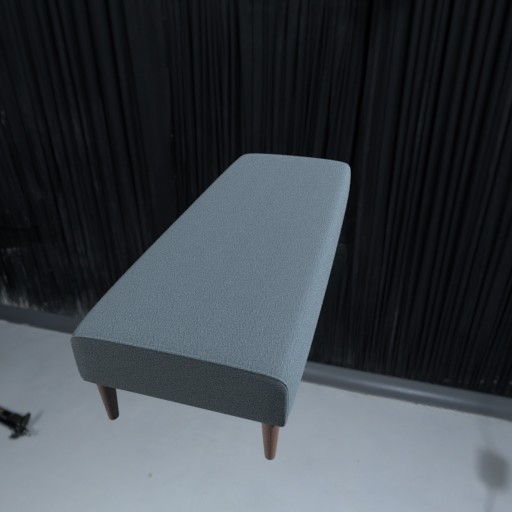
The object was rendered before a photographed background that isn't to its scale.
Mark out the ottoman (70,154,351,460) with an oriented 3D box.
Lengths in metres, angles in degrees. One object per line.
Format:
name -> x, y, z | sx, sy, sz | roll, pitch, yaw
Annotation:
ottoman -> 0.000, 0.000, 1.867 | 0.646, 0.393, 1.609 | 8, 32, 13
